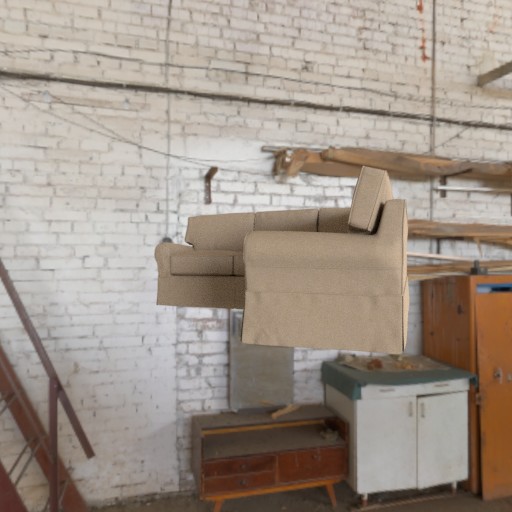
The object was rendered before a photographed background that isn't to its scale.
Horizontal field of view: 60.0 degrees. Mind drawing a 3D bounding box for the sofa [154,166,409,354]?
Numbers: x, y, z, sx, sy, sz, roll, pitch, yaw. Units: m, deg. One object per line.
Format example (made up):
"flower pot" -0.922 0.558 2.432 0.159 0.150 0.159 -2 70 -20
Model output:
"sofa" 0.000 0.000 4.192 2.730 1.124 2.733 0 0 19
